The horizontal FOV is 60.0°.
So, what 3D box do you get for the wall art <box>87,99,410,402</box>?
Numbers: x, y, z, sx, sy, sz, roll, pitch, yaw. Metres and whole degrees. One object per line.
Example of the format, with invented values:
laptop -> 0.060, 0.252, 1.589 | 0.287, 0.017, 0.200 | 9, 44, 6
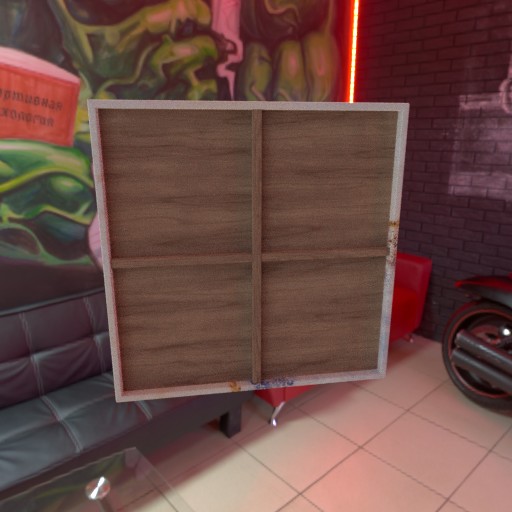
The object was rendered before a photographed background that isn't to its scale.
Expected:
wall art -> 0.000, 0.000, 1.615 | 1.061, 1.061, 0.071 | -3, 16, -9
